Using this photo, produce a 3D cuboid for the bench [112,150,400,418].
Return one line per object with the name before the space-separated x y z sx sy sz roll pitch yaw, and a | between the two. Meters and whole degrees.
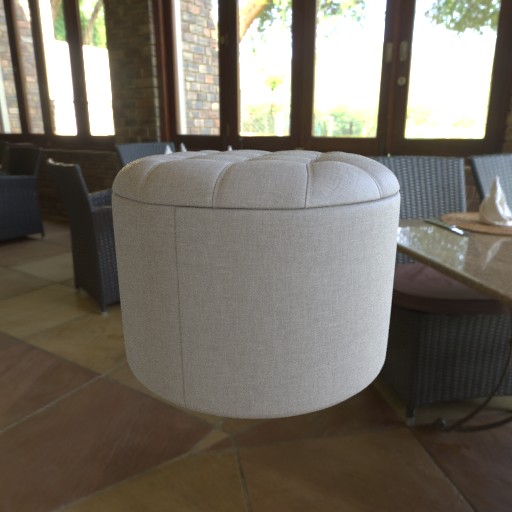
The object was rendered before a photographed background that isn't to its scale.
bench | 0.000 0.000 1.002 0.600 0.453 0.600 0 16 0
